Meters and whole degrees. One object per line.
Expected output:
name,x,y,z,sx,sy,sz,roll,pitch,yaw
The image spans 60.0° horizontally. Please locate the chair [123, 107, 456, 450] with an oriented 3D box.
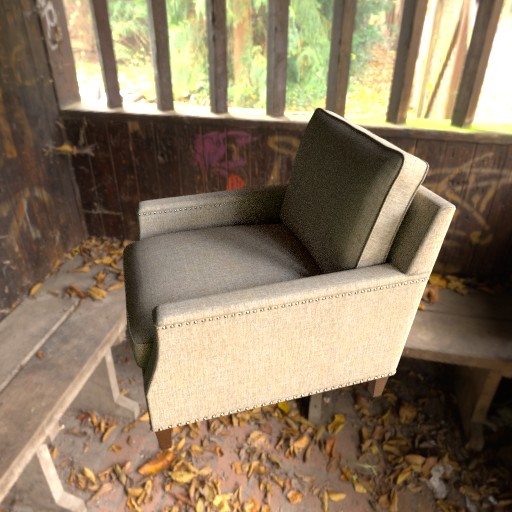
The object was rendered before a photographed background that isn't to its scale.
chair,0.000,0.000,1.718,1.014,0.943,0.853,-9,32,-14
